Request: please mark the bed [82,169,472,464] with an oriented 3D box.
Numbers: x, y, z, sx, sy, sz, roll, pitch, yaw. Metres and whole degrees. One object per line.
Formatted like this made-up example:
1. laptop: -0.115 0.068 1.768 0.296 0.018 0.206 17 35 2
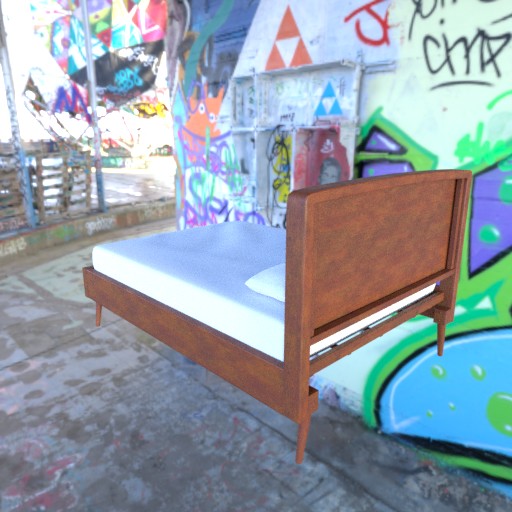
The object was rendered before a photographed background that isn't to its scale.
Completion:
1. bed: 0.000 0.000 3.120 1.587 1.275 2.196 -14 21 -42
